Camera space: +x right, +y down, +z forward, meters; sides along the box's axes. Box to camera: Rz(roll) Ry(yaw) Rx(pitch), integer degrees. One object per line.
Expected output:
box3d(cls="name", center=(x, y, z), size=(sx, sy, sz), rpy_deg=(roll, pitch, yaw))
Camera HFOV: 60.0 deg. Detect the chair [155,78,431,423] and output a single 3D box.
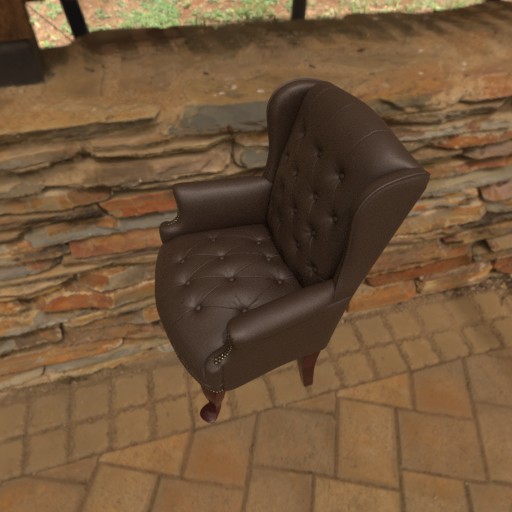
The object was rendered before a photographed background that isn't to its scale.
box3d(cls="chair", center=(0.000, 0.000, 1.710), size=(0.819, 1.132, 0.829), rpy_deg=(-15, 47, -14))
